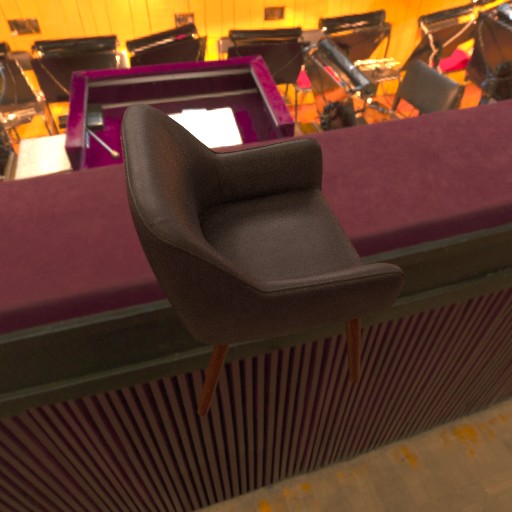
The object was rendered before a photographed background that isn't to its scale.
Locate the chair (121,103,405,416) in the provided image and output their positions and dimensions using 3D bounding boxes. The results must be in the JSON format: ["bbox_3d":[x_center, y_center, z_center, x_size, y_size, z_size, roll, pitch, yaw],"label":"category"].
[{"bbox_3d":[0.000,0.000,1.314,0.610,0.828,0.610,-11,48,-10],"label":"chair"}]
